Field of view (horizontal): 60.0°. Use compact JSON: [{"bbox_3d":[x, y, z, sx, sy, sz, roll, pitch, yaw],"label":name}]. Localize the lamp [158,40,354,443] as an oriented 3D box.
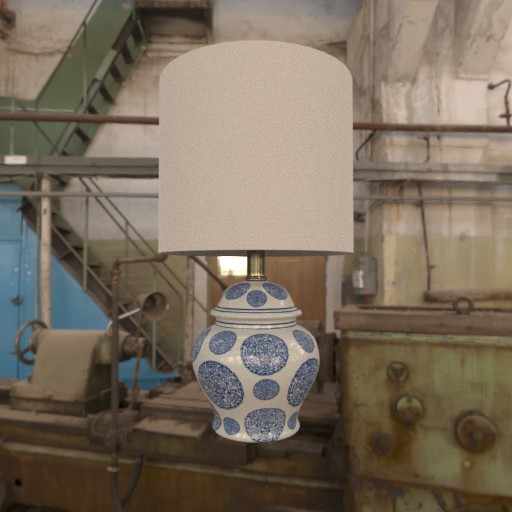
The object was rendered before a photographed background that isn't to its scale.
[{"bbox_3d":[0.000,0.000,0.499,0.215,0.381,0.215,0,-2,-1],"label":"lamp"}]
